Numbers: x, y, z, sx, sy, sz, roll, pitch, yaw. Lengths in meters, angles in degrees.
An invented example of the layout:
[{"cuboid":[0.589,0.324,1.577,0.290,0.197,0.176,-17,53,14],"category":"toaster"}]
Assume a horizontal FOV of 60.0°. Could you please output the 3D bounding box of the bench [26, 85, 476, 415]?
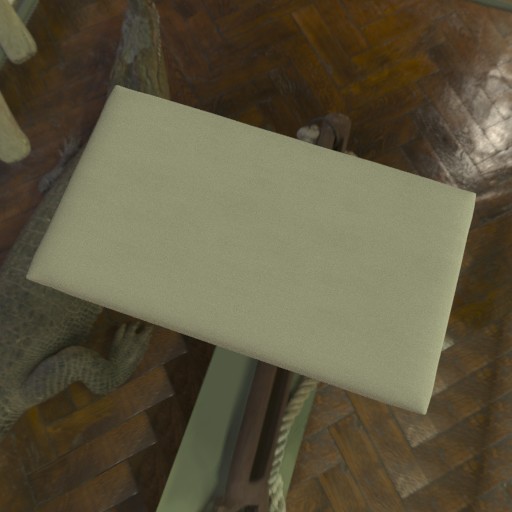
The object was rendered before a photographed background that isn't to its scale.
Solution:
[{"cuboid":[0.000,0.000,1.160,0.887,0.449,0.500,18,77,4],"category":"bench"}]
